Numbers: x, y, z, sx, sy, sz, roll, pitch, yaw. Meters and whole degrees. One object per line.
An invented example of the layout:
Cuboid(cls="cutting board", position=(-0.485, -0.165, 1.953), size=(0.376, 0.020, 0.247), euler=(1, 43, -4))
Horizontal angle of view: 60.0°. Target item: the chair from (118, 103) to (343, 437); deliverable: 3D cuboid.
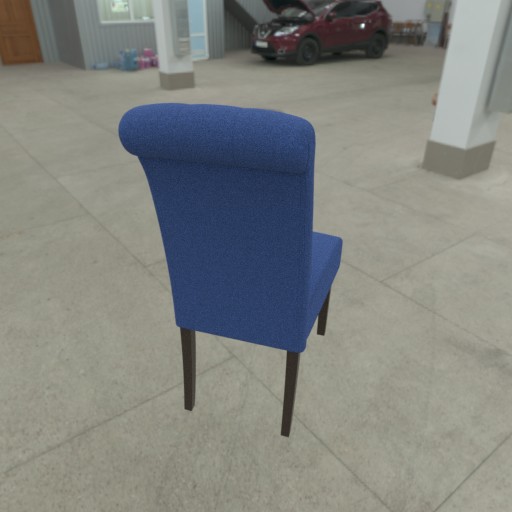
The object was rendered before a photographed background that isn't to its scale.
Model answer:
Cuboid(cls="chair", position=(0.000, 0.000, 1.370), size=(0.456, 1.006, 0.671), euler=(9, 32, 15))
